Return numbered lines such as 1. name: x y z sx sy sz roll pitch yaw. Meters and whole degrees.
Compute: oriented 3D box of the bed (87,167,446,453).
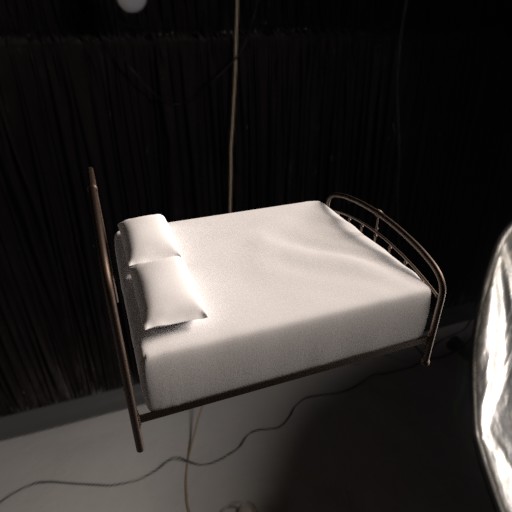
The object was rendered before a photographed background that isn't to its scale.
1. bed: 0.000 0.000 3.351 2.180 1.425 1.711 -10 31 -18
